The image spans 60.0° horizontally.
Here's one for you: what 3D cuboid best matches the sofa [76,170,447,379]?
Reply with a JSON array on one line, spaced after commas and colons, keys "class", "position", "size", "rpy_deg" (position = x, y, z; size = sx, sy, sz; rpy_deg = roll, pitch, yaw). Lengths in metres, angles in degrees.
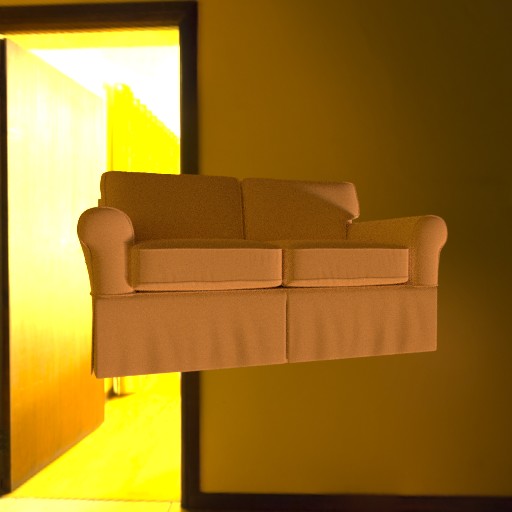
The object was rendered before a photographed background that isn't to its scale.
[{"class": "sofa", "position": [0.000, 0.000, 2.385], "size": [1.727, 0.940, 0.991], "rpy_deg": [0, 1, -18]}]
